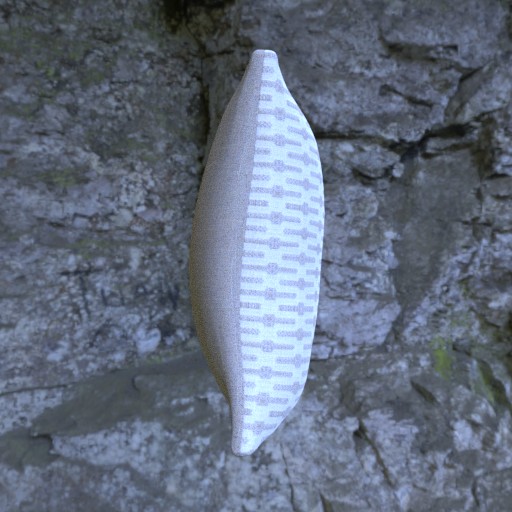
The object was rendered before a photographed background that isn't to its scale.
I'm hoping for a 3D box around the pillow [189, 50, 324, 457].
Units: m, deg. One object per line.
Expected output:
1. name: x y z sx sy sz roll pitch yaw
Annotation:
1. pillow: 0.000 0.000 0.774 0.219 0.491 0.496 0 -2 0
